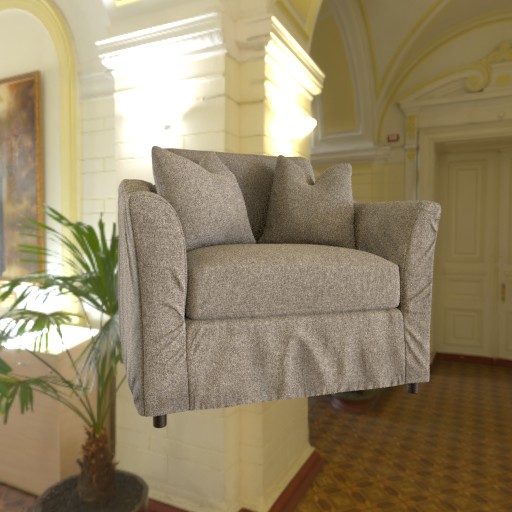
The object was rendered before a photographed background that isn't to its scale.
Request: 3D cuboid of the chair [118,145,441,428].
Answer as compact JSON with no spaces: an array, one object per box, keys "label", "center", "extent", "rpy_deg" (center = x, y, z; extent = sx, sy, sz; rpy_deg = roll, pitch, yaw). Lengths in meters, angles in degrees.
[{"label":"chair","center":[0.000,0.000,2.041],"extent":[1.194,1.059,1.071],"rpy_deg":[-1,2,-19]}]
